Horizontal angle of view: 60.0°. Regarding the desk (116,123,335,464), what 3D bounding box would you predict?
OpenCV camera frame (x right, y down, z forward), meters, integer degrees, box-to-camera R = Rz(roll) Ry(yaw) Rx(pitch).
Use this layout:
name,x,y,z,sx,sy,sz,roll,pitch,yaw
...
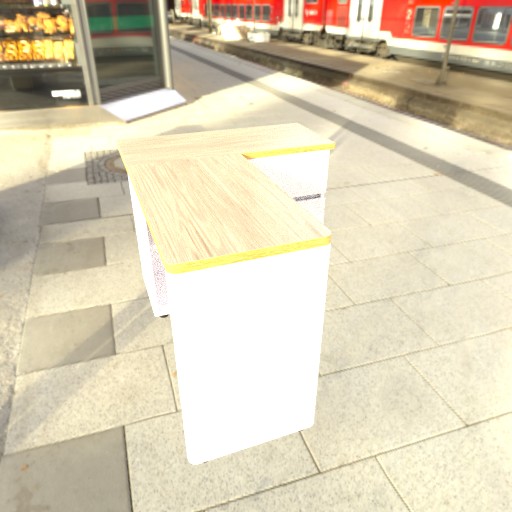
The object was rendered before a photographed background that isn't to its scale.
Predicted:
name,x,y,z,sx,sy,sz,roll,pitch,yaw
desk,0.000,0.000,1.848,0.900,0.760,1.170,-11,32,-18
